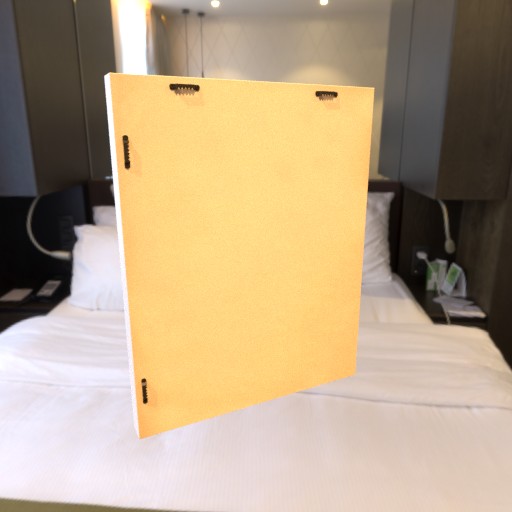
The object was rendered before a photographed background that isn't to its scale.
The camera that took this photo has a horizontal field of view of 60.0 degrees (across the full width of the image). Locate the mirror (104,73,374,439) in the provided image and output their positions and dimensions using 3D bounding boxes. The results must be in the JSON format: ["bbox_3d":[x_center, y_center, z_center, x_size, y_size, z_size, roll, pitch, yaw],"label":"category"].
[{"bbox_3d":[0.000,0.000,0.694,0.406,0.509,0.041,-8,17,-26],"label":"mirror"}]
